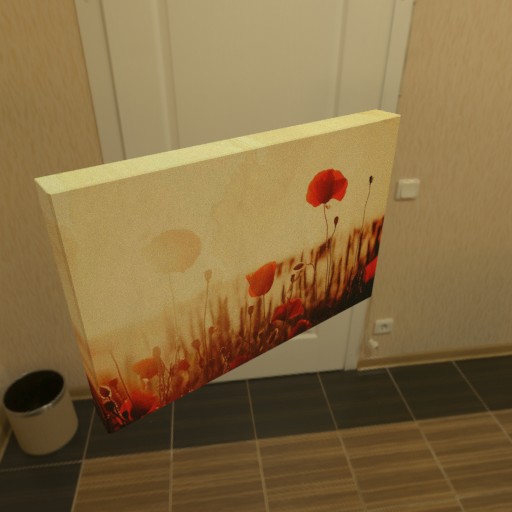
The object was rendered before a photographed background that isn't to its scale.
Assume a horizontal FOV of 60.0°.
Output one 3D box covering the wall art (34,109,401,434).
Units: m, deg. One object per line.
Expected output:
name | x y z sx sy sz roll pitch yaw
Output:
wall art | 0.000 0.000 0.477 0.383 0.251 0.037 -21 36 -31
